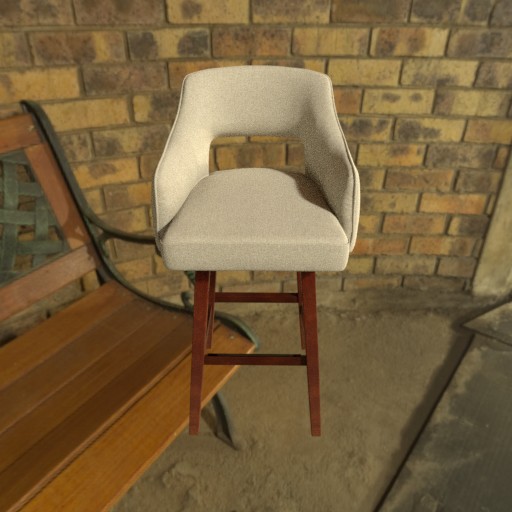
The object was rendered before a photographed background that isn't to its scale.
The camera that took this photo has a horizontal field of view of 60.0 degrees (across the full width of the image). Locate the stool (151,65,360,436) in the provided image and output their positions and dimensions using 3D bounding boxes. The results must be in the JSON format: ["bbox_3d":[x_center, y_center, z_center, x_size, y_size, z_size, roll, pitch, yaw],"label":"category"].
[{"bbox_3d":[0.000,0.000,1.386,0.550,1.041,0.560,0,30,1],"label":"stool"}]
